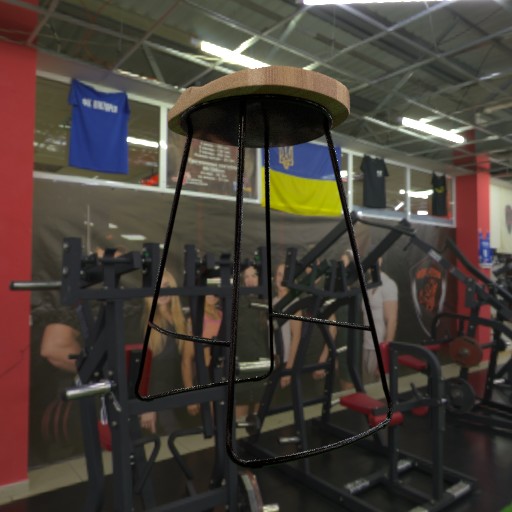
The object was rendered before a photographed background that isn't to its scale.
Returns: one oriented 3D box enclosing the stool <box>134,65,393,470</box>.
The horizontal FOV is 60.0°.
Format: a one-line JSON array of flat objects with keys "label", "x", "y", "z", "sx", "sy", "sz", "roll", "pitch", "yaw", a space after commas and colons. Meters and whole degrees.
[{"label": "stool", "x": 0.000, "y": 0.000, "z": 0.963, "sx": 0.401, "sy": 0.679, "sz": 0.480, "roll": 1, "pitch": -2, "yaw": -35}]
